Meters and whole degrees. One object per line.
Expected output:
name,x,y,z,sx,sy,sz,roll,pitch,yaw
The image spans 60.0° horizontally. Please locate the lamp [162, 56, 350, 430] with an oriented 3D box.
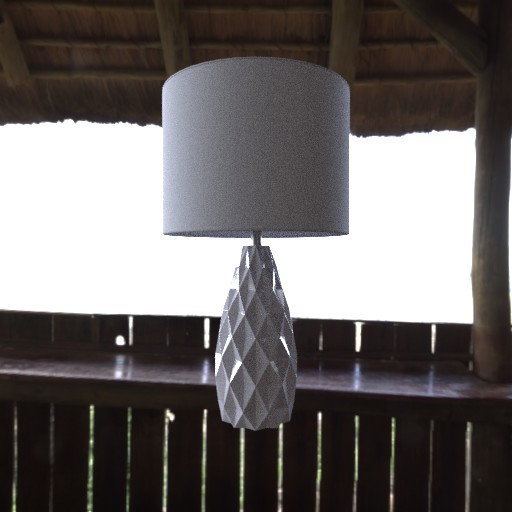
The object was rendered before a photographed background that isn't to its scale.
lamp,0.000,0.000,0.718,0.297,0.522,0.297,0,0,0
